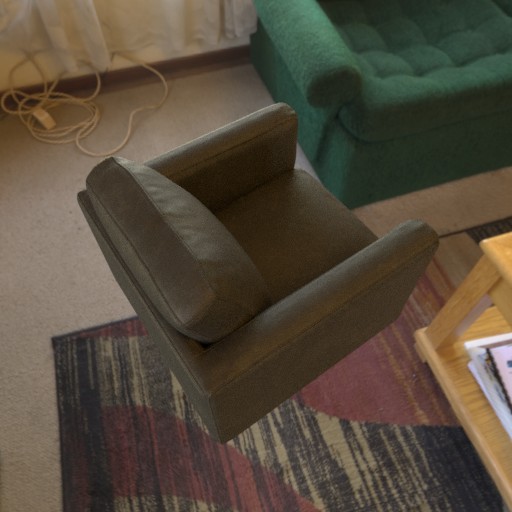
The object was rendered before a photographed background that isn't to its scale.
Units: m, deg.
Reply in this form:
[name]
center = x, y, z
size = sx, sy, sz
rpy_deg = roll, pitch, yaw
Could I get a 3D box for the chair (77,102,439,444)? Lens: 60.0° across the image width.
[chair]
center = 0.000, 0.000, 1.576
size = 0.879, 0.898, 0.831
rpy_deg = -30, 61, -19
